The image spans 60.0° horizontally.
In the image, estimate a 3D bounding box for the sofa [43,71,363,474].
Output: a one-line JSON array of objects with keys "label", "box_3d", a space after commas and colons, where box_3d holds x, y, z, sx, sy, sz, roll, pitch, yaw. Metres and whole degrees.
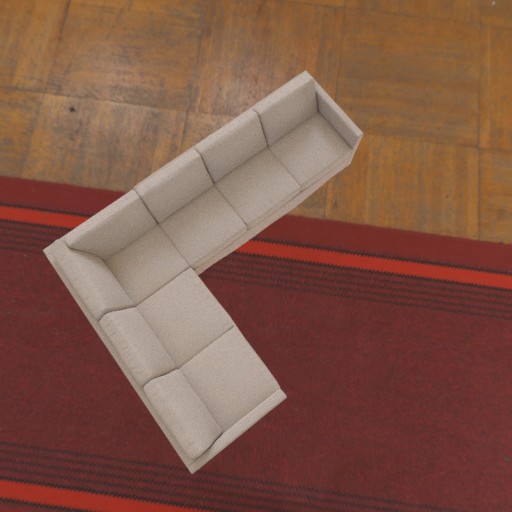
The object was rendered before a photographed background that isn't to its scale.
[{"label": "sofa", "box_3d": [0.000, 0.000, 4.359, 3.182, 0.871, 2.432, -37, 79, -9]}]
